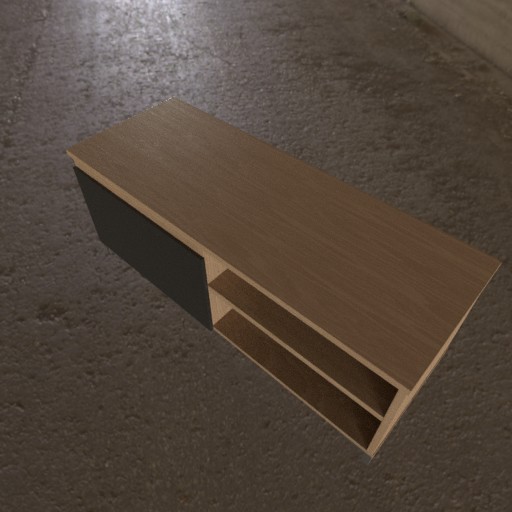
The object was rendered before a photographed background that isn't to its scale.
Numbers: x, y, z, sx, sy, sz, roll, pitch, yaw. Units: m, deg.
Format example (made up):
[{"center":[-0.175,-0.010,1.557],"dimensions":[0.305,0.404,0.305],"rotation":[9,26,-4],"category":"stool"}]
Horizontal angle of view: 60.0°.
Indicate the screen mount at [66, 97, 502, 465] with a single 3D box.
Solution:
[{"center":[0.000,0.000,1.269],"dimensions":[1.084,0.432,0.406],"rotation":[34,56,27],"category":"screen mount"}]
